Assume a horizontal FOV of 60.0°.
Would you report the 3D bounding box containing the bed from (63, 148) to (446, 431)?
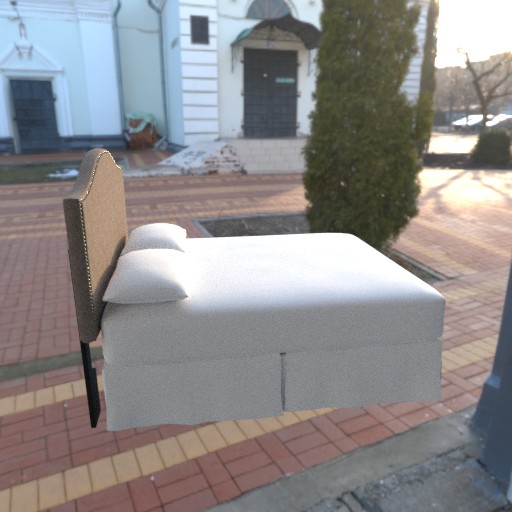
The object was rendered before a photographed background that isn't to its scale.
[{"bbox_3d":[0.000,0.000,3.175,2.153,1.518,1.713,-3,17,-9],"label":"bed"}]
